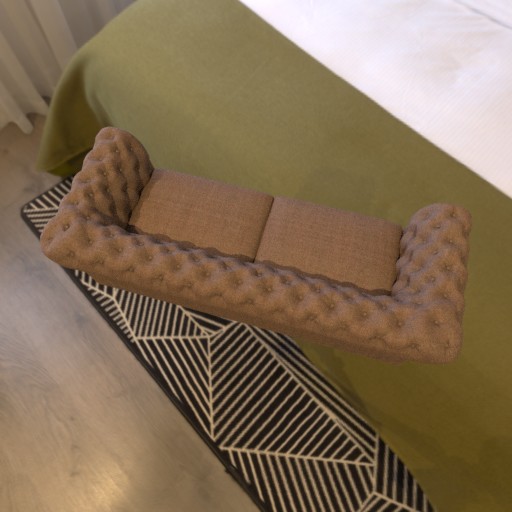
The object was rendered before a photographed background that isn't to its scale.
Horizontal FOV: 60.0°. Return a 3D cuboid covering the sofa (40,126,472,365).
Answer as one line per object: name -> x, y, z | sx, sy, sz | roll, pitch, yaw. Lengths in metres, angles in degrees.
sofa -> 0.000, 0.000, 2.789 | 2.385, 0.787, 0.944 | 14, 64, 7
